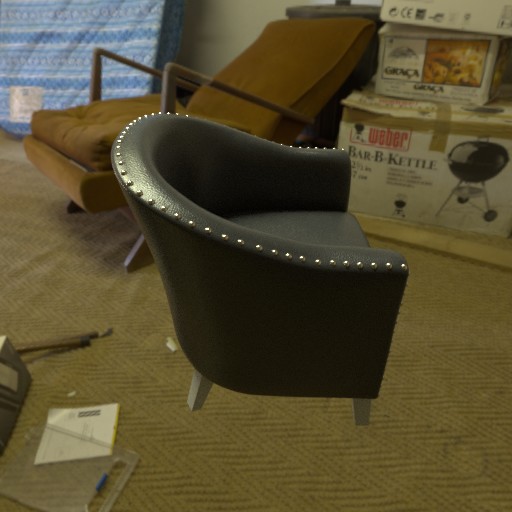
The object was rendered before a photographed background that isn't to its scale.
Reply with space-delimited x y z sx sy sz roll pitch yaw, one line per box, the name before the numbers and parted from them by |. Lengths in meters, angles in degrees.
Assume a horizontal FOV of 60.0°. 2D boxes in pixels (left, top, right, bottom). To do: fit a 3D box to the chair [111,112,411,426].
chair | 0.000 0.000 1.427 0.748 0.823 0.794 0 33 -1
